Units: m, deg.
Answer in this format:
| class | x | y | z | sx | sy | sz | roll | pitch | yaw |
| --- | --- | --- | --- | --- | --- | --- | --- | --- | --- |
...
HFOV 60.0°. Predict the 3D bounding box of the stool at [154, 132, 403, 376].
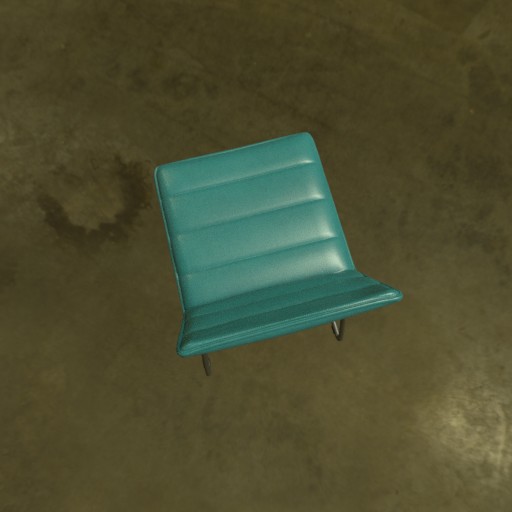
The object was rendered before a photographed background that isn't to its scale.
| class | x | y | z | sx | sy | sz | roll | pitch | yaw |
| --- | --- | --- | --- | --- | --- | --- | --- | --- | --- |
| stool | 0.000 | 0.000 | 1.187 | 0.489 | 0.866 | 0.524 | -14 | 75 | -4 |
